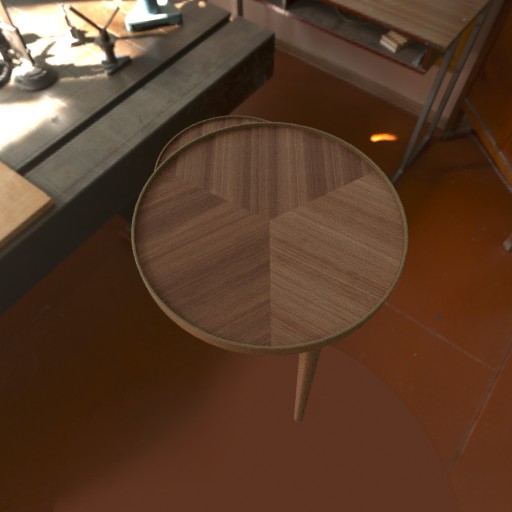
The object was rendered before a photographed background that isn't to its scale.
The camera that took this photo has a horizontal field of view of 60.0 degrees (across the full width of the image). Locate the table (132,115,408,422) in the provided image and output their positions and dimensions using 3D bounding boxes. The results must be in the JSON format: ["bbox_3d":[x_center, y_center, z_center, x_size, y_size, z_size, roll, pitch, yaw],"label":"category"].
[{"bbox_3d":[0.000,0.000,1.141,0.532,0.555,0.751,-16,60,-9],"label":"table"}]
